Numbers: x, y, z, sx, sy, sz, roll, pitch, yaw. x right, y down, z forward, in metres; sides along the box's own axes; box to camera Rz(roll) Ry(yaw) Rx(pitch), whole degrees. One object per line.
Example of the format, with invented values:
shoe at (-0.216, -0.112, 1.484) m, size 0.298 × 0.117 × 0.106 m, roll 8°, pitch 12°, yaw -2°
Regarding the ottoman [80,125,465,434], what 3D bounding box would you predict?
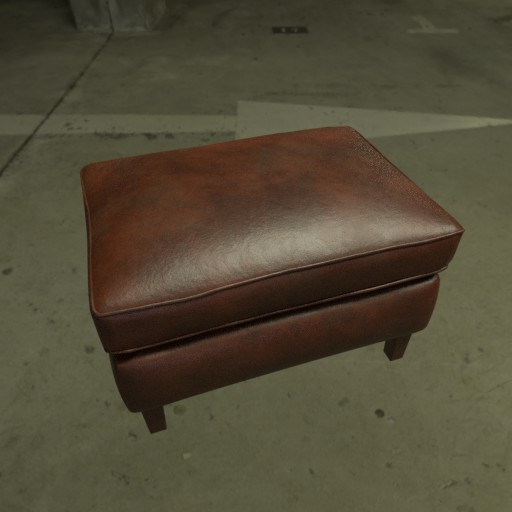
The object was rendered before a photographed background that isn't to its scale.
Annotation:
ottoman at (0.000, 0.000, 0.980) m, size 0.665 × 0.432 × 0.501 m, roll -12°, pitch 43°, yaw -14°
